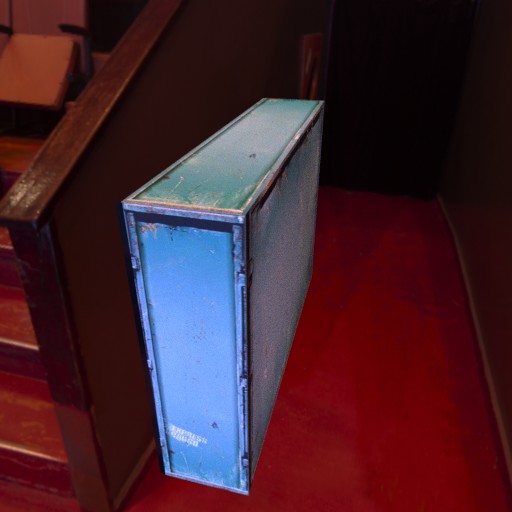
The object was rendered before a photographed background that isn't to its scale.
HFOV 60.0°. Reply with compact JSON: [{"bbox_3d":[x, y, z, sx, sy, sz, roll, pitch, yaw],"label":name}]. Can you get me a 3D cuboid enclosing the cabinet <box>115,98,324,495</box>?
[{"bbox_3d":[0.000,0.000,3.946,0.680,2.160,3.001,7,30,13],"label":"cabinet"}]
